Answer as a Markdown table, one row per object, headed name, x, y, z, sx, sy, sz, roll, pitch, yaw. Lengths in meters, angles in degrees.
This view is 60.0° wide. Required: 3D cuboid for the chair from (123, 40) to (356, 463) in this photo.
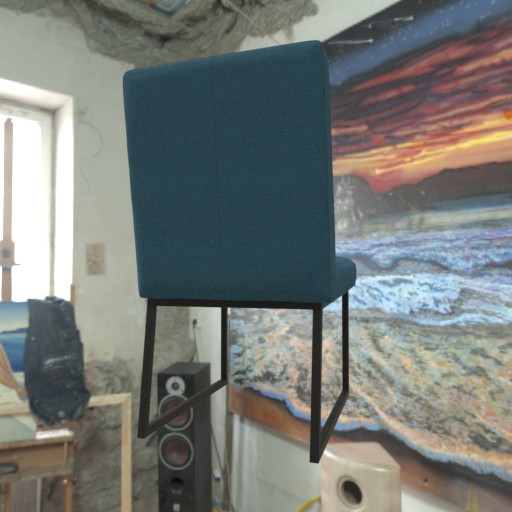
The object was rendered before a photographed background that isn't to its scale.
| name | x | y | z | sx | sy | sz | roll | pitch | yaw |
| --- | --- | --- | --- | --- | --- | --- | --- | --- | --- |
| chair | 0.000 | 0.000 | 1.301 | 0.520 | 0.930 | 0.634 | -1 | -2 | 19 |
